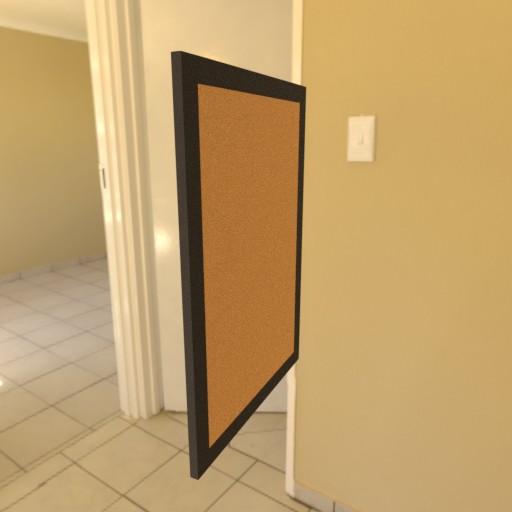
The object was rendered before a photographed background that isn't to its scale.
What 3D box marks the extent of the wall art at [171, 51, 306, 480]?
[{"bbox_3d":[0.000,0.000,0.696,0.013,0.534,0.380,7,17,25],"label":"wall art"}]
